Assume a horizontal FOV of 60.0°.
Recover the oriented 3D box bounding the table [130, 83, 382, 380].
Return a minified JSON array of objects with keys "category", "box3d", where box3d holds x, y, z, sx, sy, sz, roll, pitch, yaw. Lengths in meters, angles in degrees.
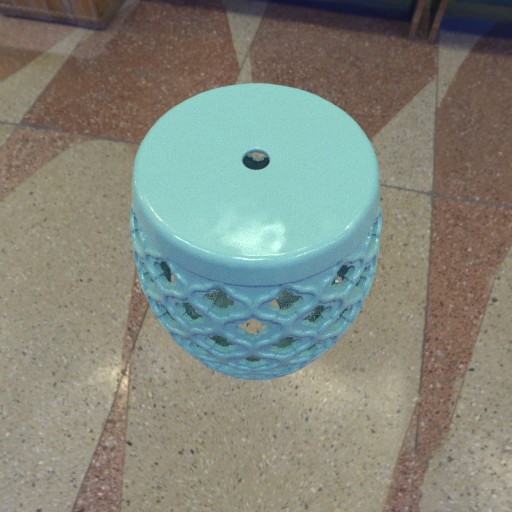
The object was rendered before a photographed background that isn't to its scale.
[{"category":"table","box3d":[0.000,0.000,0.632,0.325,0.388,0.325,0,58,0]}]
